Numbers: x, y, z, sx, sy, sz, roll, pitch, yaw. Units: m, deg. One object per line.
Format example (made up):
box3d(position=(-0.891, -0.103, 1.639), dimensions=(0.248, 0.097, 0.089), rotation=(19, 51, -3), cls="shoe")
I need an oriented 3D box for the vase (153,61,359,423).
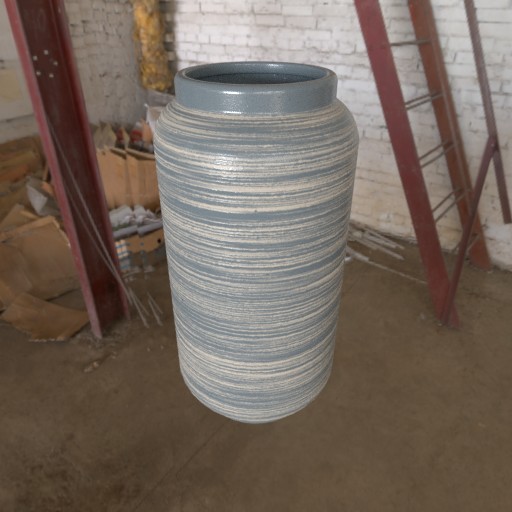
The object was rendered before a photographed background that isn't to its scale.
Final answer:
box3d(position=(0.000, 0.000, 0.296), dimensions=(0.116, 0.230, 0.116), rotation=(0, 31, 0), cls="vase")
